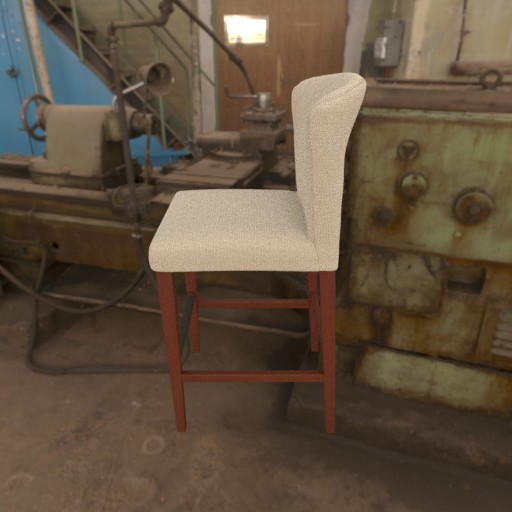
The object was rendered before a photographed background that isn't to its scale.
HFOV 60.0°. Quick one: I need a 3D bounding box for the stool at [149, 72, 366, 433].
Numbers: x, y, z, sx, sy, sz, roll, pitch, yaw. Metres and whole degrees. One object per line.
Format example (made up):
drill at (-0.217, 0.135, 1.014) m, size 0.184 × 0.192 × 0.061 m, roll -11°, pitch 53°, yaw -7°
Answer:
stool at (0.000, 0.000, 1.403) m, size 0.568 × 1.069 × 0.481 m, roll 0°, pitch 26°, yaw 0°
